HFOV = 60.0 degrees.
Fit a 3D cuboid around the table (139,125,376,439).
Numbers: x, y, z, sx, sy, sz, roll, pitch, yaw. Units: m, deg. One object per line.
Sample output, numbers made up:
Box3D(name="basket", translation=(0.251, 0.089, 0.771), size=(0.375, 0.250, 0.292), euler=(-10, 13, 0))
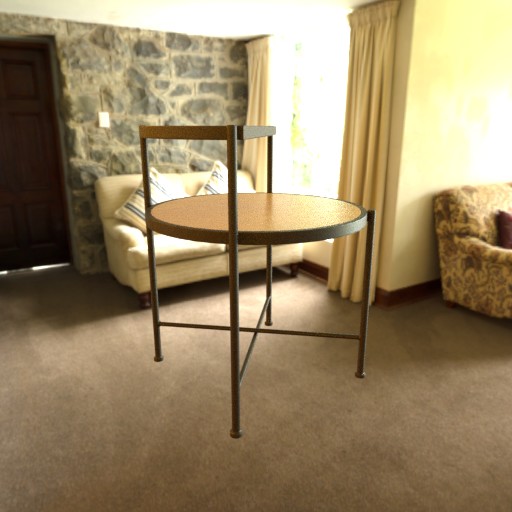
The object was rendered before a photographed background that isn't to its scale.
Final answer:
Box3D(name="table", translation=(0.000, 0.000, 1.210), size=(0.628, 0.684, 0.629), euler=(2, 16, 8))
